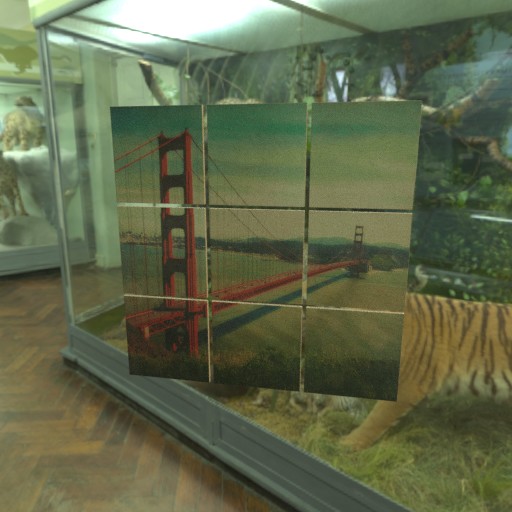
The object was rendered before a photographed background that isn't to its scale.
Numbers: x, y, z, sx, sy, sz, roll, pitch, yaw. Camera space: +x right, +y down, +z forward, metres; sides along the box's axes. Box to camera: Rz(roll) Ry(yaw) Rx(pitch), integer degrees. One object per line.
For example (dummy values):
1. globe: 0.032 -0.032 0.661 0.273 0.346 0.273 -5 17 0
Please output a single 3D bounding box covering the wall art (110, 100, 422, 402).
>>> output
1. wall art: 0.000 0.000 1.851 1.217 1.207 0.016 3 14 11
